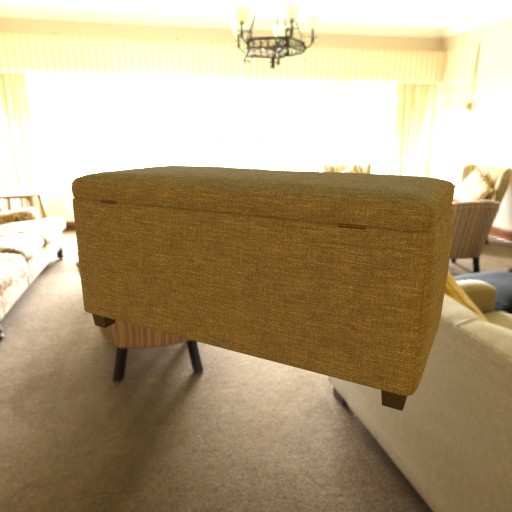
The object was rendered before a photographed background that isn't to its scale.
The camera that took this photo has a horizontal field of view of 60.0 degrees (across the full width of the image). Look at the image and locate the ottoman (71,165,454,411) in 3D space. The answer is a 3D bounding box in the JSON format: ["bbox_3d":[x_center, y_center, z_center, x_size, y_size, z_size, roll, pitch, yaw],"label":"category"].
[{"bbox_3d":[0.000,0.000,1.152,0.902,0.432,0.419,8,18,27],"label":"ottoman"}]
